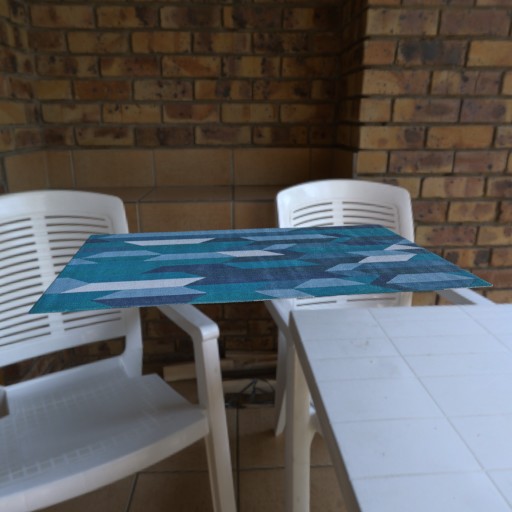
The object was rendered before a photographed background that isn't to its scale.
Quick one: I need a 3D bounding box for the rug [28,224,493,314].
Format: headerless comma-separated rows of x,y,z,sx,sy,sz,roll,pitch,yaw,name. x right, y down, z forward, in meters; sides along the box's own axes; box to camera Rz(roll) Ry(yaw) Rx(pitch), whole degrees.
0.000,0.000,2.983,2.420,0.005,1.528,-3,17,-8,rug
